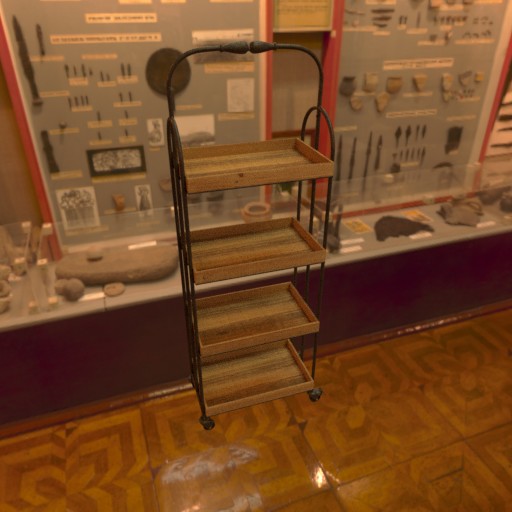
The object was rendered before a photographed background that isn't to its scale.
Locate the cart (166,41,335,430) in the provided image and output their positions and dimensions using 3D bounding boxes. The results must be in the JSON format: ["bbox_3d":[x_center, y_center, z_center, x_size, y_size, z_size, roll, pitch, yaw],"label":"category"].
[{"bbox_3d":[0.000,0.000,1.691,0.581,1.481,0.308,-9,32,-16],"label":"cart"}]
